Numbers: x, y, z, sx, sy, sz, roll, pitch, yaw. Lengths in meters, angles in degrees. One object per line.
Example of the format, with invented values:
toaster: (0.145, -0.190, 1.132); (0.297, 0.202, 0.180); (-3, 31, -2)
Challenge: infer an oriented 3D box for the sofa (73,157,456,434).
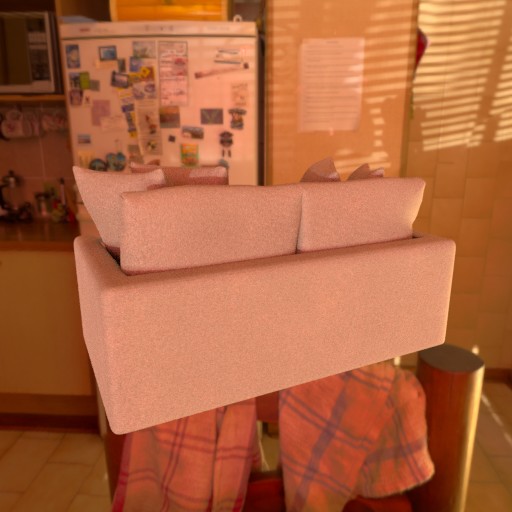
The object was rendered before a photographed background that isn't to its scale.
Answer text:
sofa: (0.000, 0.000, 2.551); (1.869, 1.080, 1.228); (-7, 16, -26)
